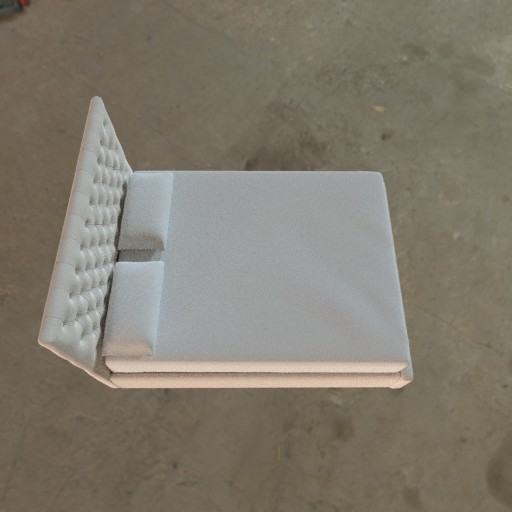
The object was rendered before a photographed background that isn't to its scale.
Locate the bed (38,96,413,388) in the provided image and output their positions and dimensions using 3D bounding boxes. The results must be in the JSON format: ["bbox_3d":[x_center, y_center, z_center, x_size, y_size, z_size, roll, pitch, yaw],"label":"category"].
[{"bbox_3d":[0.000,0.000,3.219,2.233,1.426,1.696,0,64,0],"label":"bed"}]
